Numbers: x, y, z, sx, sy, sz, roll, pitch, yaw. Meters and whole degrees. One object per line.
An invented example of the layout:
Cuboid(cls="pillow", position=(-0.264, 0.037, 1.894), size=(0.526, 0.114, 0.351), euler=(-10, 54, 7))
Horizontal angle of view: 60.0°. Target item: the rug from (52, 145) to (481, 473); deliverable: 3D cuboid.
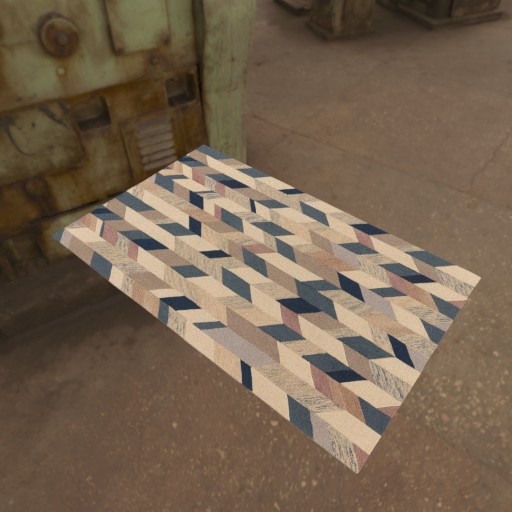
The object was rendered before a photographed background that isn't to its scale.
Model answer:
Cuboid(cls="rug", position=(0.000, 0.000, 2.916), size=(2.423, 0.008, 1.513), euler=(31, 53, 26))
